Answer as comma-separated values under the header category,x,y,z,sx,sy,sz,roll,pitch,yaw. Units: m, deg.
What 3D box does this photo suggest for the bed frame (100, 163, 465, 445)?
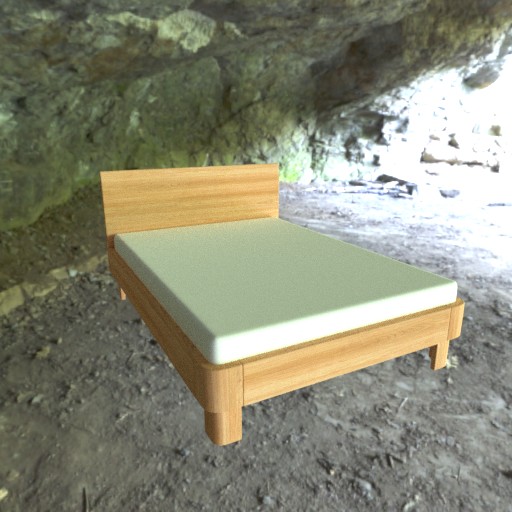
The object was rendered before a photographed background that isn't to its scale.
category,x,y,z,sx,sy,sz,roll,pitch,yaw
bed frame,0.000,0.000,2.785,1.472,0.940,1.992,-9,19,-27
